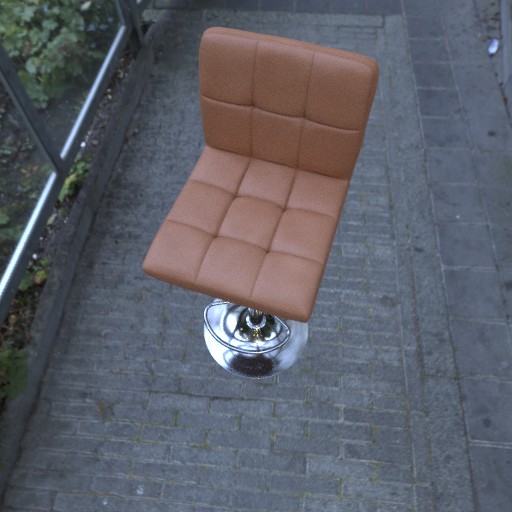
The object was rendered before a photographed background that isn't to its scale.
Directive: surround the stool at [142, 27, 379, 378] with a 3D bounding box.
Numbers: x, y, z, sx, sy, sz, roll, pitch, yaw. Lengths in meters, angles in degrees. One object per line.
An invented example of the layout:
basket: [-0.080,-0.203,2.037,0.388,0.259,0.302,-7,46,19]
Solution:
stool: [0.000,0.000,1.340,0.430,1.115,0.505,16,60,10]
